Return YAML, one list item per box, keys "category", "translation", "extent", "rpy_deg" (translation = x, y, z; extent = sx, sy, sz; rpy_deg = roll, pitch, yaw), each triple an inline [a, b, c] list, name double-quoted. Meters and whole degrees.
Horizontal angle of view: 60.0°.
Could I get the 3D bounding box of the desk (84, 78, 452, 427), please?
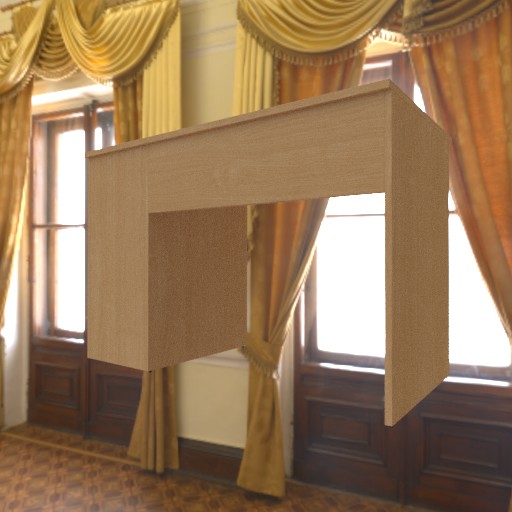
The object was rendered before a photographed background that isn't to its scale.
- category: "desk"
  translation: [0.000, 0.000, 1.471]
  extent: [1.097, 0.735, 0.560]
  rpy_deg: [0, 0, 36]
